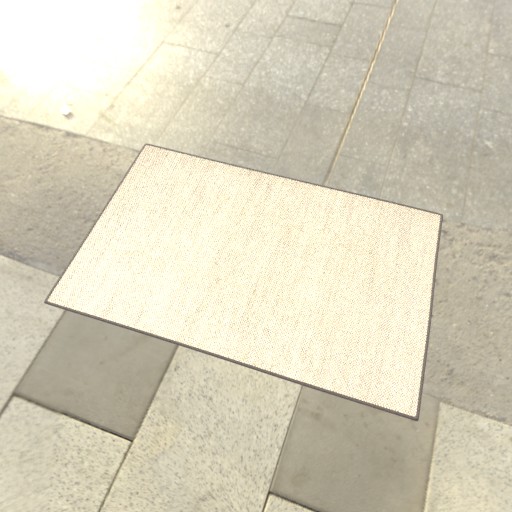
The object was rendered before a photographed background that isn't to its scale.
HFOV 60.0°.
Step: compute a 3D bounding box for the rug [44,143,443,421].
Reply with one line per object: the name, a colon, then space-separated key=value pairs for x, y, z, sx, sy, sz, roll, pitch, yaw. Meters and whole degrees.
rug: x=0.000 y=0.000 z=2.132 sx=1.676 sy=0.013 sz=1.067 roll=15 pitch=59 yaw=9
